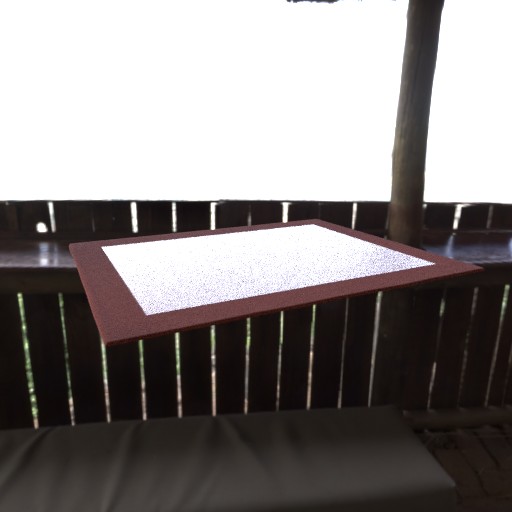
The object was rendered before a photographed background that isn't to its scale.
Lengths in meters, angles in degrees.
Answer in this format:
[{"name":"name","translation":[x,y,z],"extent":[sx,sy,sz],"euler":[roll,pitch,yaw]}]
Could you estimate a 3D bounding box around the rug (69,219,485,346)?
[{"name":"rug","translation":[0.000,0.000,3.993],"extent":[2.976,0.018,2.430],"euler":[-8,17,-26]}]
